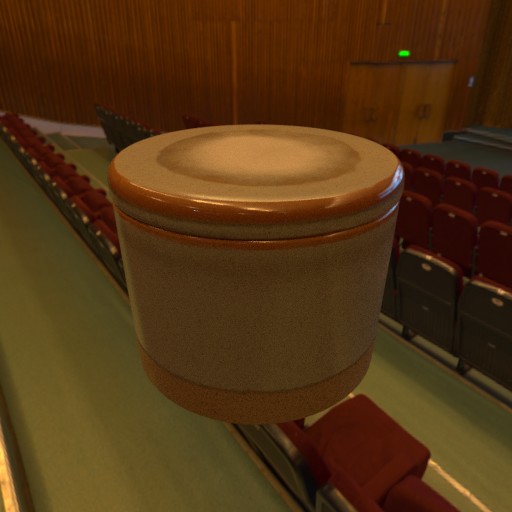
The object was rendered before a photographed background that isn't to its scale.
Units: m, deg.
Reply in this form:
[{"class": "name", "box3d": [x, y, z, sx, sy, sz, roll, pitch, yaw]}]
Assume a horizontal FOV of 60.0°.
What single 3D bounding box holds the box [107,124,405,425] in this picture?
[{"class": "box", "box3d": [0.000, 0.000, 0.211, 0.123, 0.100, 0.123, 0, 28, 0]}]
